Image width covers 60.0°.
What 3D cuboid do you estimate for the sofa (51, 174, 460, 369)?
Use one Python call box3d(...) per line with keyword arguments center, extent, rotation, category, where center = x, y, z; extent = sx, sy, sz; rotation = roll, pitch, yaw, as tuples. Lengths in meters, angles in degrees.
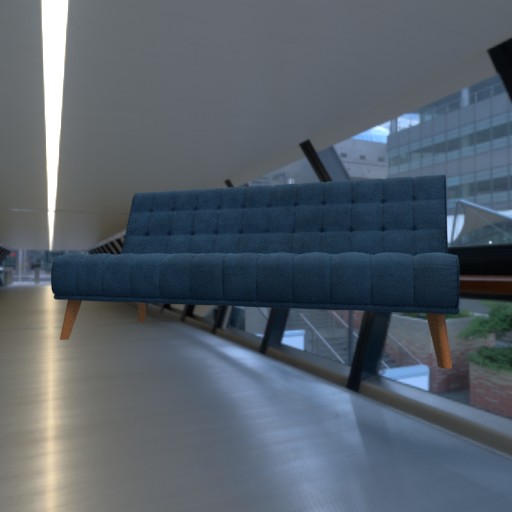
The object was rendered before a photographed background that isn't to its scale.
box3d(center=(0.000, 0.000, 2.240), extent=(1.804, 0.813, 0.855), rotation=(0, -1, 20), category="sofa")
